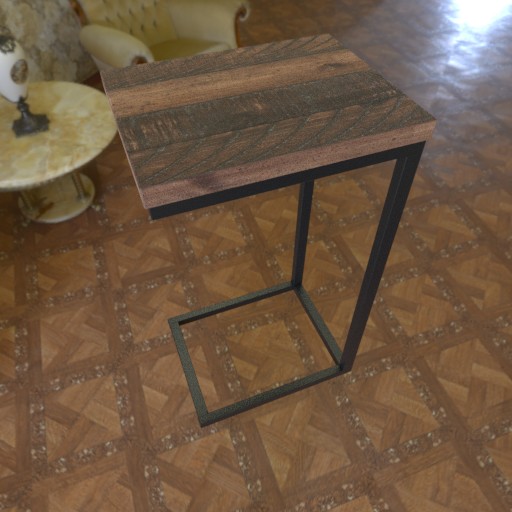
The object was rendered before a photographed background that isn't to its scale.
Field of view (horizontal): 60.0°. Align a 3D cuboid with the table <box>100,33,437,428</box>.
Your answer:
[{"bbox_3d":[0.000,0.000,0.925,0.414,0.718,0.323,-16,50,-14],"label":"table"}]
